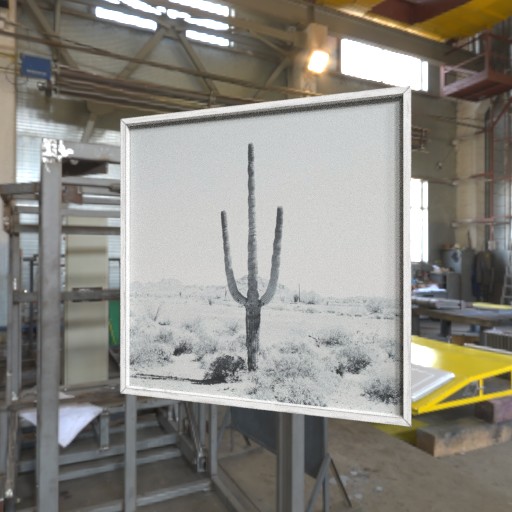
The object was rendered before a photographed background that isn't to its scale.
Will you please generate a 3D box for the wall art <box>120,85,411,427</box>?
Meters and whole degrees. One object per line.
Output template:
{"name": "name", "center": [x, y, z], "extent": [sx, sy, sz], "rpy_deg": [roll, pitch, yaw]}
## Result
{"name": "wall art", "center": [0.000, 0.000, 0.462], "extent": [0.305, 0.305, 0.038], "rpy_deg": [0, 0, 19]}
